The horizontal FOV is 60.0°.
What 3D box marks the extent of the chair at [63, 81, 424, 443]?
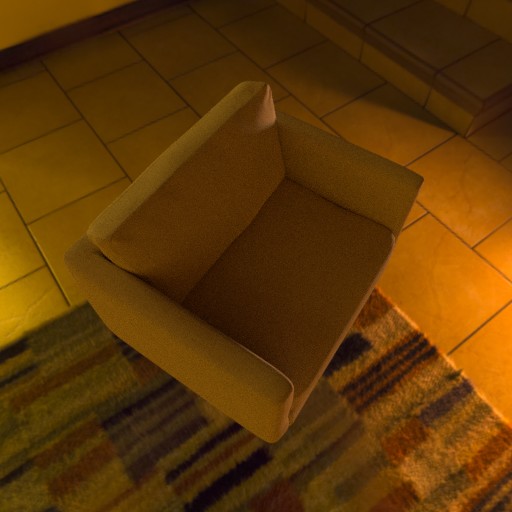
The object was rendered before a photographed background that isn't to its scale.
[{"bbox_3d":[0.000,0.000,1.871,0.959,0.961,1.107,30,63,17],"label":"chair"}]
